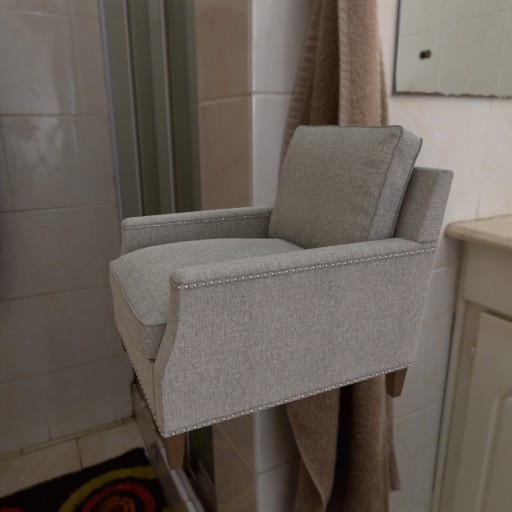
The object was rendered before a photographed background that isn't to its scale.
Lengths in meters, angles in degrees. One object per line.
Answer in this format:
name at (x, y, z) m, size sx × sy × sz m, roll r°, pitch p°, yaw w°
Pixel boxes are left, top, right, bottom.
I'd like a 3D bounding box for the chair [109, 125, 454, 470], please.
chair at (0.000, 0.000, 1.658) m, size 1.014 × 0.943 × 0.853 m, roll -8°, pitch 18°, yaw -24°
